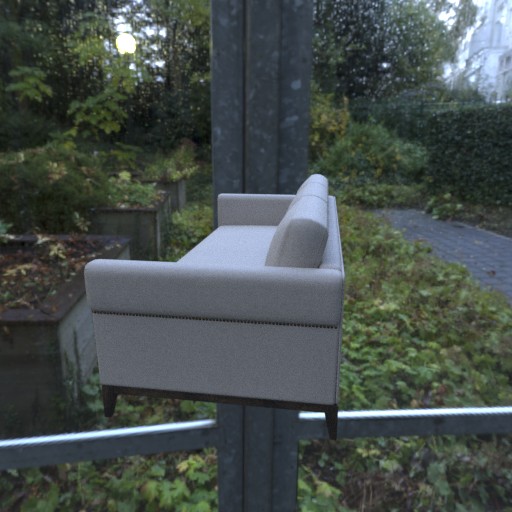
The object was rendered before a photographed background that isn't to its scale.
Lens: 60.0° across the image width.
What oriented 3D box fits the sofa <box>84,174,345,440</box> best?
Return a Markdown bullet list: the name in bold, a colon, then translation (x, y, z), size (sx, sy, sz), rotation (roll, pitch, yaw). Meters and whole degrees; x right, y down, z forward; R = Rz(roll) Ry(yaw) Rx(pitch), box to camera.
- **sofa**: translation (0.000, 0.000, 2.678), size (0.959, 0.838, 2.210), rotation (2, 15, 9)
